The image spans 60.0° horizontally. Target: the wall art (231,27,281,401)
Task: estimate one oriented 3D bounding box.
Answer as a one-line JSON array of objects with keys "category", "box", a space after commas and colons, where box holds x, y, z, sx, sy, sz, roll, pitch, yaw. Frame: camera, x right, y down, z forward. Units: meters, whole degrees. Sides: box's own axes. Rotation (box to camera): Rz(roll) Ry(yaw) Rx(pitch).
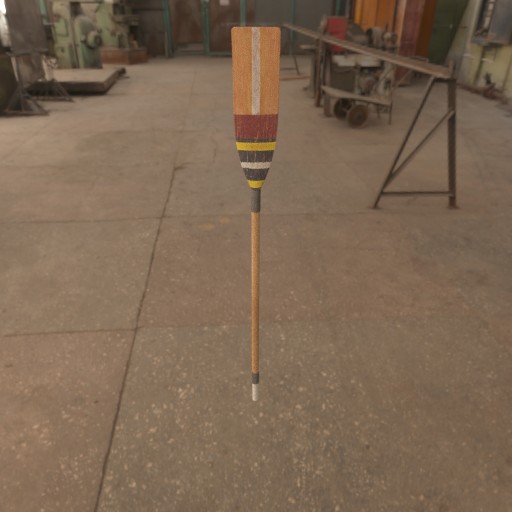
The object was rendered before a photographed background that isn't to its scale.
[{"category": "wall art", "box": [0.000, 0.000, 1.693, 0.146, 1.556, 0.038, -1, 30, -2]}]
